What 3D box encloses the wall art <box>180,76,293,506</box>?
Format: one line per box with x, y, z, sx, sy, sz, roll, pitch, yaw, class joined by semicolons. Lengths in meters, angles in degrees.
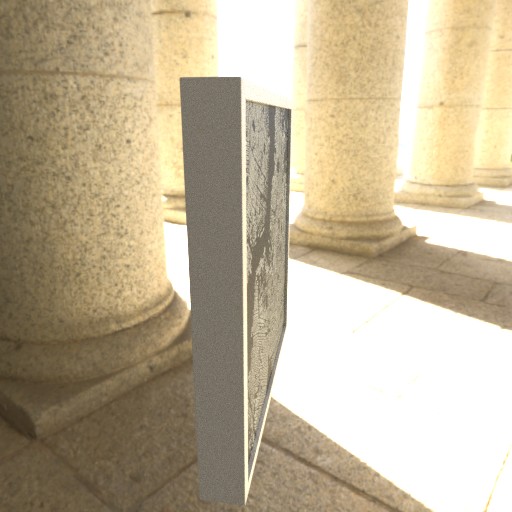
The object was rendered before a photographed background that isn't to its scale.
0.000;0.000;0.440;0.037;0.305;0.305;3;17;9;wall art
